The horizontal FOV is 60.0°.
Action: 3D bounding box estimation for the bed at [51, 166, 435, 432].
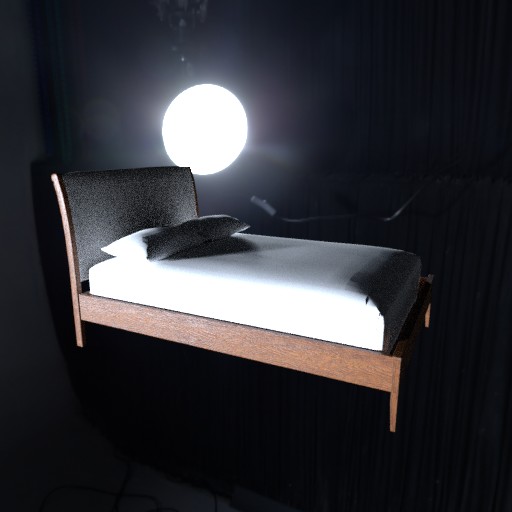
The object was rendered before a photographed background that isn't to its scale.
[{"bbox_3d":[0.000,0.000,3.309,2.380,1.250,1.612,7,15,26],"label":"bed"}]
